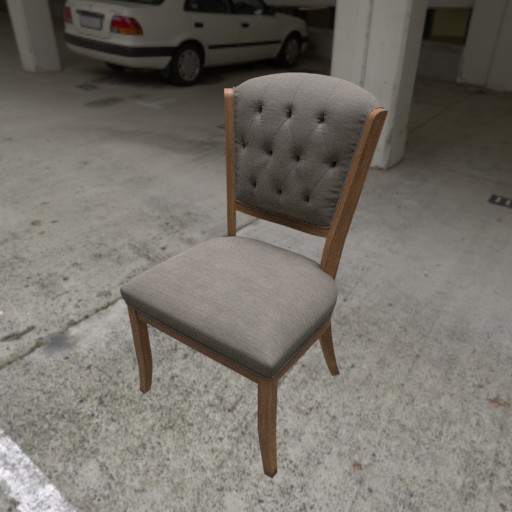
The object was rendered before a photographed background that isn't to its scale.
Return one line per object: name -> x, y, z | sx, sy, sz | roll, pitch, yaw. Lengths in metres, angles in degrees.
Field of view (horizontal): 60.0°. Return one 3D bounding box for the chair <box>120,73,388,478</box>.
chair -> 0.000, 0.000, 1.254 | 0.513, 0.905, 0.584 | 20, 36, 31
